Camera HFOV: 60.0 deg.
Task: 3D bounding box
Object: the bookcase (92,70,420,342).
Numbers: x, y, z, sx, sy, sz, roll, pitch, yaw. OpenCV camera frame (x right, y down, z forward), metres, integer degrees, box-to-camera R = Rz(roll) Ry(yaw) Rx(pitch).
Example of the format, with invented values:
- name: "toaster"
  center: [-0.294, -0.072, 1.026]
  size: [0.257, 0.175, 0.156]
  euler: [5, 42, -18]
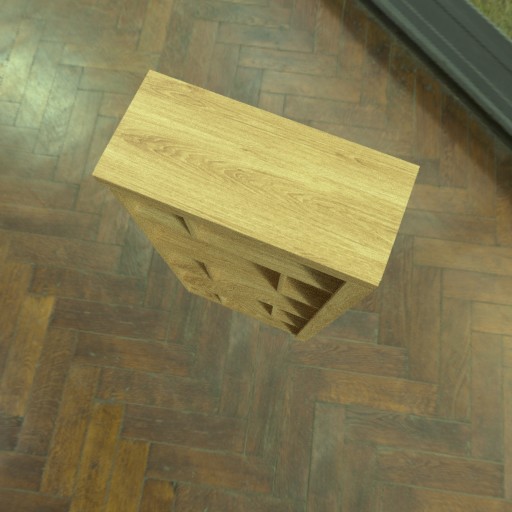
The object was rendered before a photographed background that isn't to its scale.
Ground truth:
- name: "bookcase"
  center: [0.000, 0.000, 2.372]
  size: [0.950, 2.020, 0.420]
  euler: [22, 76, 6]
